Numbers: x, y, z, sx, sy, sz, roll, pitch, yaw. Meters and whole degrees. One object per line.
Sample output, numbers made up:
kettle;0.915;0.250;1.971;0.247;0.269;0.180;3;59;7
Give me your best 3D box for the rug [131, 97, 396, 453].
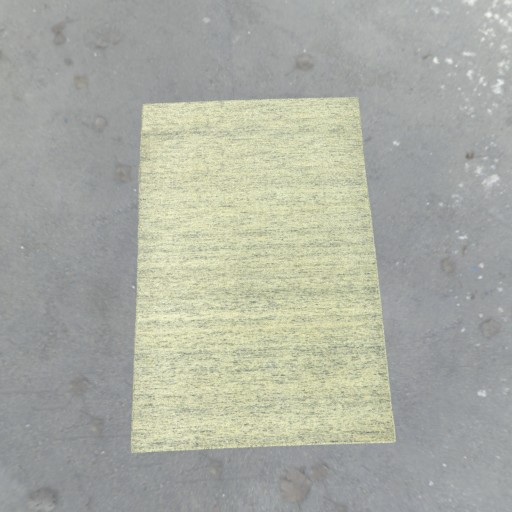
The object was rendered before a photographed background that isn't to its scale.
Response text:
rug;0.000;0.000;2.299;1.243;0.014;1.846;-2;75;-1
